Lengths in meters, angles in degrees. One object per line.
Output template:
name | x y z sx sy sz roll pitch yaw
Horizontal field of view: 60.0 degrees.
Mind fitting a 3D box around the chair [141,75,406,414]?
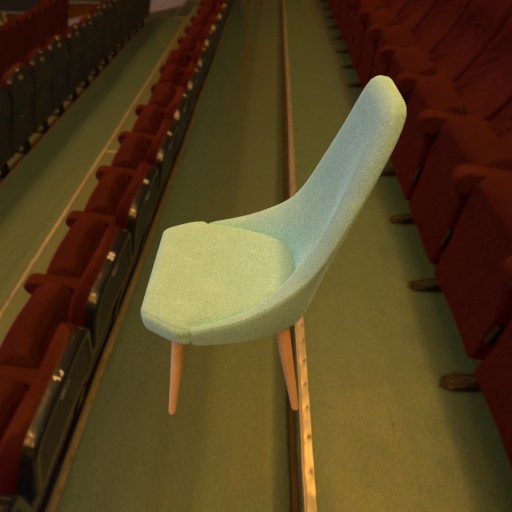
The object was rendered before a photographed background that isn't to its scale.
chair | 0.000 0.000 1.365 0.660 1.040 0.510 1 41 1
